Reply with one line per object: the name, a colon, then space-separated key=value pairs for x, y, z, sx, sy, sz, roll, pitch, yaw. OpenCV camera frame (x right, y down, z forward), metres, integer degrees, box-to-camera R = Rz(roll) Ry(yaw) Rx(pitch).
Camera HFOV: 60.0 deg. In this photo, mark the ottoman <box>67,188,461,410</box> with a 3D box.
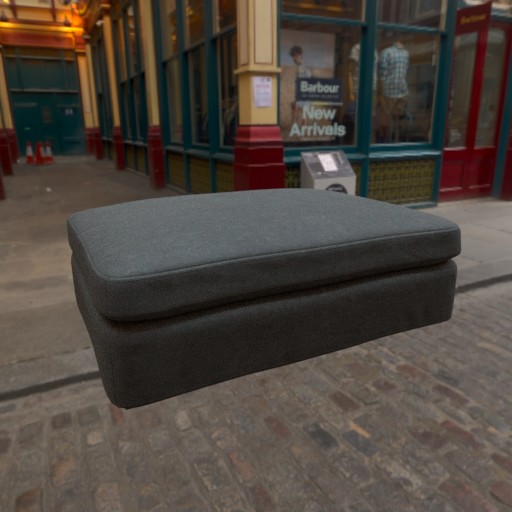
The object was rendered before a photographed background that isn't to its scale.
ottoman: x=0.000 y=0.000 z=1.605 sx=1.199 sy=0.429 sz=0.840 roll=-8 pitch=19 yaw=-26
